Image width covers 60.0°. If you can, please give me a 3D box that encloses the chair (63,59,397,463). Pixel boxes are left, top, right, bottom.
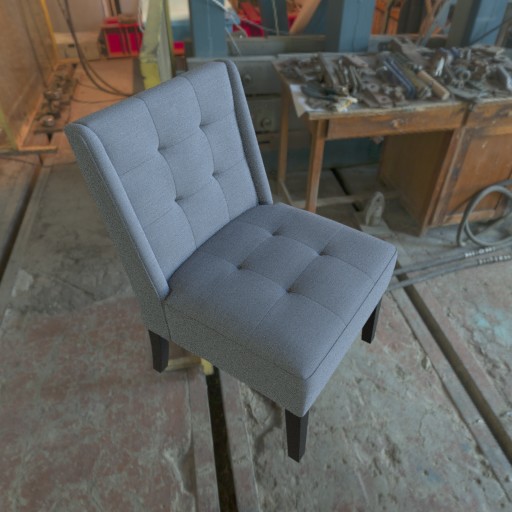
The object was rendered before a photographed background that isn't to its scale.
[{"bbox_3d":[0.000,0.000,1.273,0.676,0.853,0.569,24,47,25],"label":"chair"}]
